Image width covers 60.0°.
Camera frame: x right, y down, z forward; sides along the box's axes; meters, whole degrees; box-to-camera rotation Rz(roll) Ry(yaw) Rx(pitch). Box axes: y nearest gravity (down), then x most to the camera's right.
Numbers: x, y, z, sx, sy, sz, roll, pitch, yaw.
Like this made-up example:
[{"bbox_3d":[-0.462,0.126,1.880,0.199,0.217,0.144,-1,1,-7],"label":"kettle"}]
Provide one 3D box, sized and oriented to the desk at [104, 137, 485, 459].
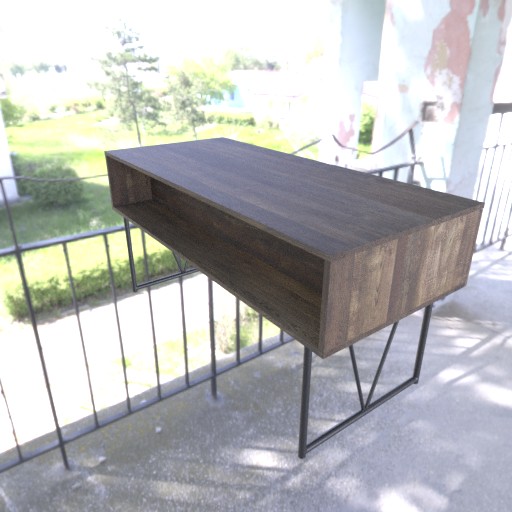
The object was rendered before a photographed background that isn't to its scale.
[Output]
[{"bbox_3d":[0.000,0.000,2.015,0.730,0.780,1.600,-17,29,-33],"label":"desk"}]
